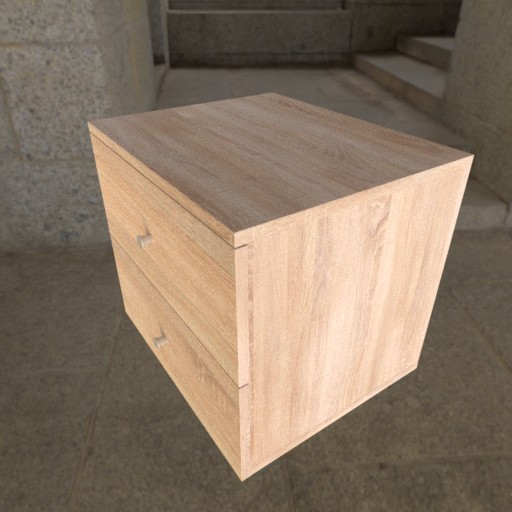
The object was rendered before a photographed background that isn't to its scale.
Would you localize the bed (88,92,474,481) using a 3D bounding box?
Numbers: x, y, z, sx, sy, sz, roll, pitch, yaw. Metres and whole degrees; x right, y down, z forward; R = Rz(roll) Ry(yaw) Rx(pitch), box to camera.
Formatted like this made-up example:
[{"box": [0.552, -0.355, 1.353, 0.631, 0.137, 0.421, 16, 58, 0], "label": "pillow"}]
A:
[{"box": [0.000, 0.000, 0.775, 0.401, 0.420, 0.460, -20, 37, -29], "label": "bed"}]
